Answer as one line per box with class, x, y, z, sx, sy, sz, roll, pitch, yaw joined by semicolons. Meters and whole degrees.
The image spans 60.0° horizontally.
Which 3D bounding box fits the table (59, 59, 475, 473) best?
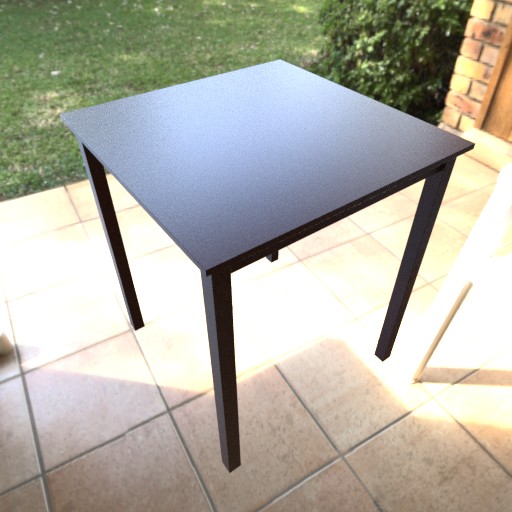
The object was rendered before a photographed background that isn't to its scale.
table;0.000;0.000;1.613;0.861;0.991;0.861;-26;48;-26
